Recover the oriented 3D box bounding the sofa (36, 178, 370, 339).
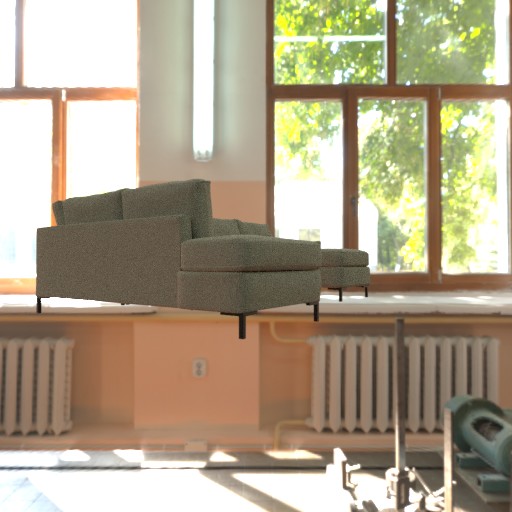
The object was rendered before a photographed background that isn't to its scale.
[{"bbox_3d":[0.000,0.000,3.891,1.989,0.862,2.984,-1,-1,35],"label":"sofa"}]
